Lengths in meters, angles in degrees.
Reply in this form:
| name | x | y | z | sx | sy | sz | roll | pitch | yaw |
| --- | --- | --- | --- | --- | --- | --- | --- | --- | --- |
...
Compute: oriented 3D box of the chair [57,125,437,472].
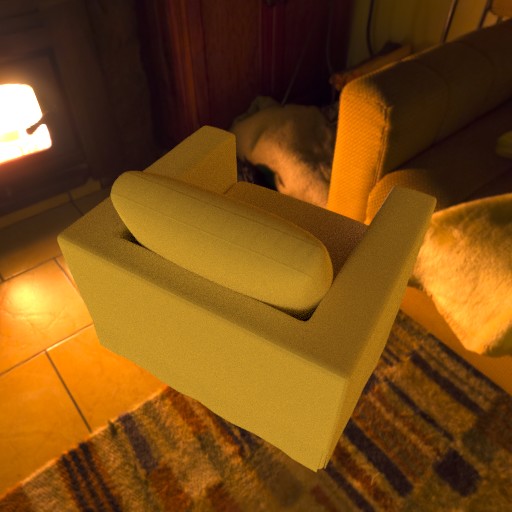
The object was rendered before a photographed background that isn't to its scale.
| name | x | y | z | sx | sy | sz | roll | pitch | yaw |
| --- | --- | --- | --- | --- | --- | --- | --- | --- | --- |
| chair | 0.000 | 0.000 | 1.798 | 1.150 | 0.878 | 0.957 | 23 | 50 | 21 |
